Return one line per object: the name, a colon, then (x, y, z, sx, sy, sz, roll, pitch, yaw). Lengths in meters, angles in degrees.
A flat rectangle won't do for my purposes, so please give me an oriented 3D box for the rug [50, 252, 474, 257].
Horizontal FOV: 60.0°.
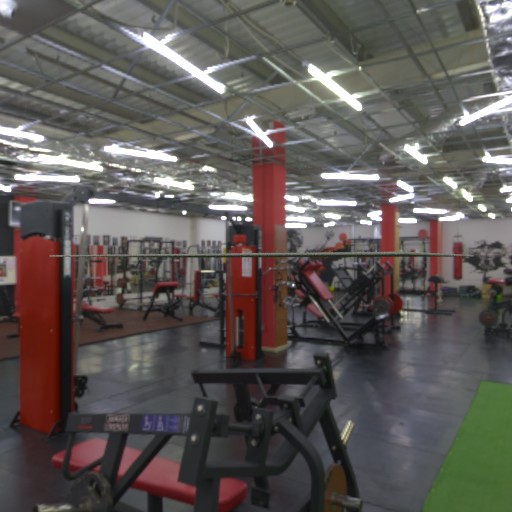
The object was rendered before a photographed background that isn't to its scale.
rug: (0.000, 0.000, 2.987, 2.430, 0.010, 1.515, 0, -1, 35)
